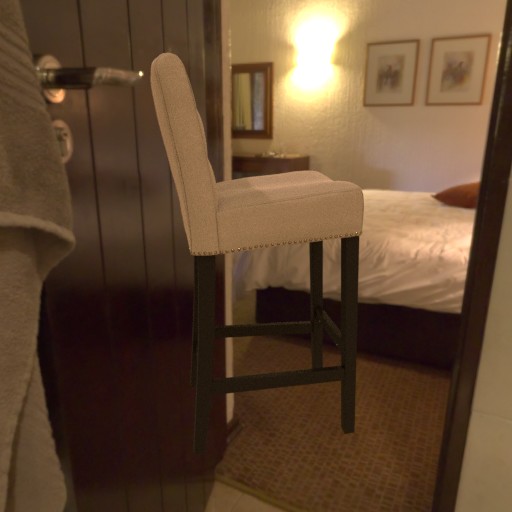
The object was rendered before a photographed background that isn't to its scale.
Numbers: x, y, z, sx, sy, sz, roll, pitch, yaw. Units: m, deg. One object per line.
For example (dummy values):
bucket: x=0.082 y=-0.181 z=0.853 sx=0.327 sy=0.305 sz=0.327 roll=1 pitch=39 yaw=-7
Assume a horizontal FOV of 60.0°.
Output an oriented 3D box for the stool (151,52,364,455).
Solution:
stool: x=0.000 y=0.000 z=1.316 sx=0.548 sy=1.047 sz=0.411 roll=-3 pitch=17 yaw=-10
